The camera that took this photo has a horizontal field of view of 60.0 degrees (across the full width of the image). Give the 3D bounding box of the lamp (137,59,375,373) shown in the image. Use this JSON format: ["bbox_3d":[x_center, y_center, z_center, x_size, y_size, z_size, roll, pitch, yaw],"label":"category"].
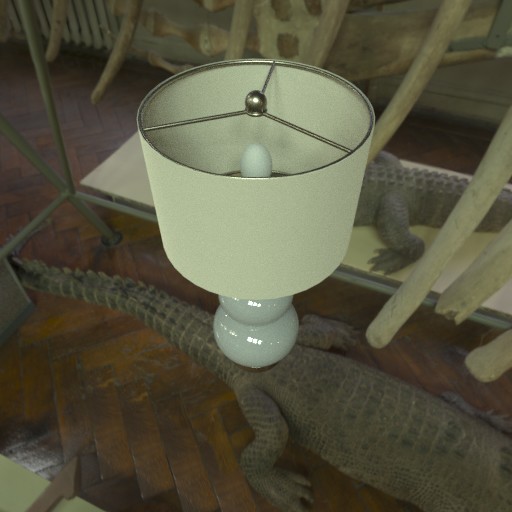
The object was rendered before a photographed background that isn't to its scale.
[{"bbox_3d":[0.000,0.000,0.940,0.367,0.730,0.367,17,49,15],"label":"lamp"}]
